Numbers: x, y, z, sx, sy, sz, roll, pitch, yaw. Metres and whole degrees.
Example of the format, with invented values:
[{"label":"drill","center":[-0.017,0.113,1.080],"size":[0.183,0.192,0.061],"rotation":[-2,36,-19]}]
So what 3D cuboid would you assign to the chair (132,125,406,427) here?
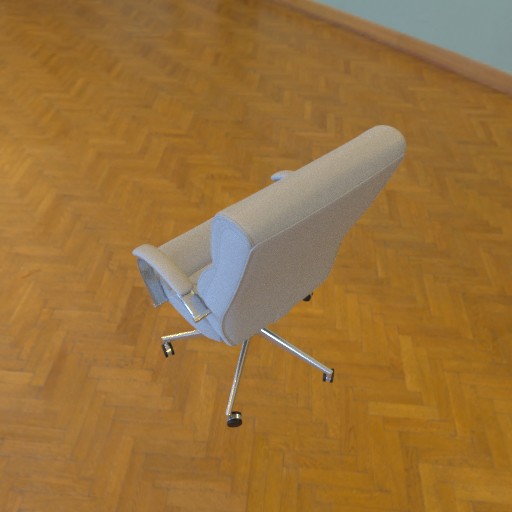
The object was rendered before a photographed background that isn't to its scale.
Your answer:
[{"label":"chair","center":[0.000,0.000,1.588],"size":[0.727,1.099,0.745],"rotation":[-32,55,-27]}]
